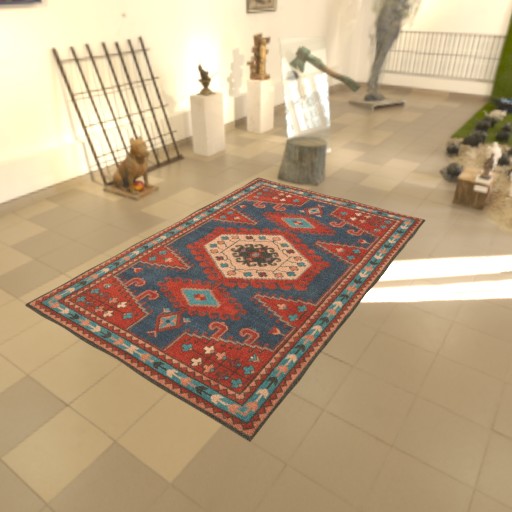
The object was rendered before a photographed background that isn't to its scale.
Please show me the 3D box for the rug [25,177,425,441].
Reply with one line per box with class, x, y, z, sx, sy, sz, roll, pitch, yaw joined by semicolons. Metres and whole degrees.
rug;0.000;0.000;2.283;1.207;0.012;1.820;20;36;29
